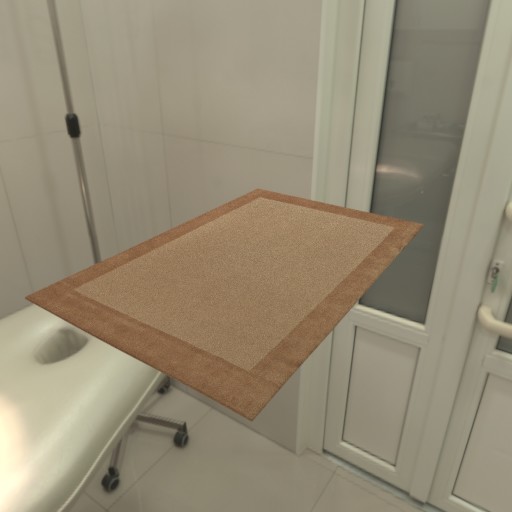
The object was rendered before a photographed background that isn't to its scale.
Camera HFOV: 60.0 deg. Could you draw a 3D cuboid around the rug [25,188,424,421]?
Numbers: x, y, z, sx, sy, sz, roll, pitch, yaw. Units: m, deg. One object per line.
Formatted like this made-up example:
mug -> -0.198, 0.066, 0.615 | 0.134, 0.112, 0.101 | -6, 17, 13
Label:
rug -> 0.000, 0.000, 2.315 | 1.219, 0.014, 1.829 | 17, 32, 30
